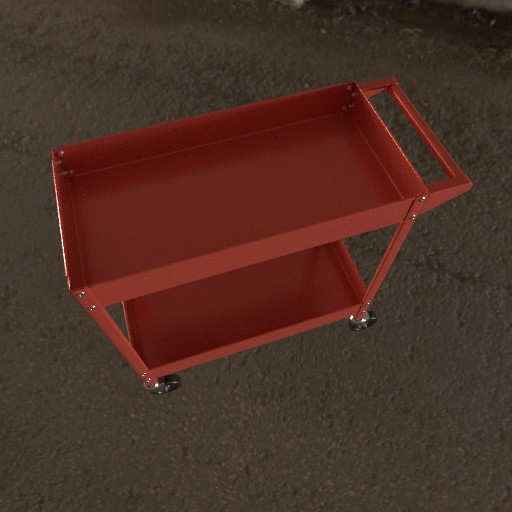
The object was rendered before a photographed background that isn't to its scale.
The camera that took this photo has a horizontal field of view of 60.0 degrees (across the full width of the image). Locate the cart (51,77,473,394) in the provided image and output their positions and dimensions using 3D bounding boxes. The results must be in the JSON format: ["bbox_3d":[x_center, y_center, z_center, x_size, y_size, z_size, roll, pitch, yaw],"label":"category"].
[{"bbox_3d":[0.000,0.000,1.177,0.779,0.719,0.366,-16,61,-9],"label":"cart"}]
